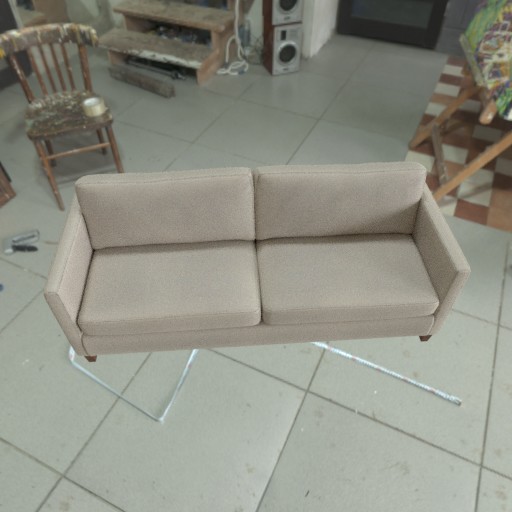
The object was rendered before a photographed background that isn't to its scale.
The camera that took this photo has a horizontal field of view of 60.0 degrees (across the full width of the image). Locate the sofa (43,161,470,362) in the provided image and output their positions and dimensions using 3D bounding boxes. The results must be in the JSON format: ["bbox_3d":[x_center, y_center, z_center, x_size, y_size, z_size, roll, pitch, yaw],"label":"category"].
[{"bbox_3d":[0.000,0.000,2.897,2.361,0.968,0.951,-3,47,-3],"label":"sofa"}]
